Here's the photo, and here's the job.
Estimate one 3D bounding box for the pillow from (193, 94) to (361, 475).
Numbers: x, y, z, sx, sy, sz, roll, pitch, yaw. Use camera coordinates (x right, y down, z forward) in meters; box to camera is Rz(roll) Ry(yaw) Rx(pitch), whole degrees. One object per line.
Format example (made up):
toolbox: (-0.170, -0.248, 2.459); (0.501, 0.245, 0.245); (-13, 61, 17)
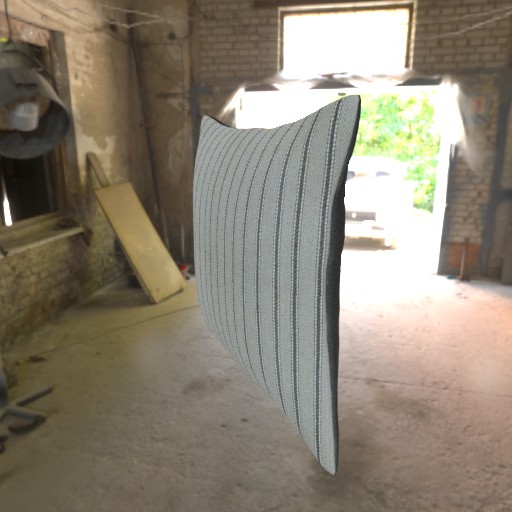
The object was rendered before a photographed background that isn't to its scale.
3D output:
pillow: (0.000, 0.000, 0.691); (0.138, 0.444, 0.468); (-7, 17, -24)
